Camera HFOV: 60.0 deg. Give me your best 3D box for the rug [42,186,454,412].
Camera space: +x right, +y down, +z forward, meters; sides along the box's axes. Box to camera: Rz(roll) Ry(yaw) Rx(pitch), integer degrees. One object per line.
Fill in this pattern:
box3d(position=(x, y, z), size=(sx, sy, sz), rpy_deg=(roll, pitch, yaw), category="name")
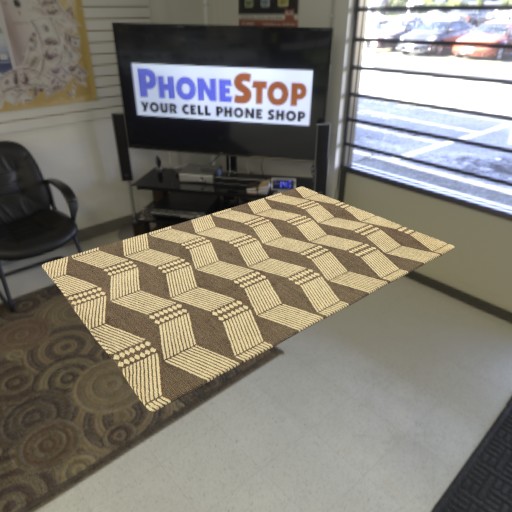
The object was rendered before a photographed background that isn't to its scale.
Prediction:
box3d(position=(0.000, 0.000, 2.341), size=(1.833, 0.016, 1.210), rpy_deg=(-21, 35, -33), category="rug")
